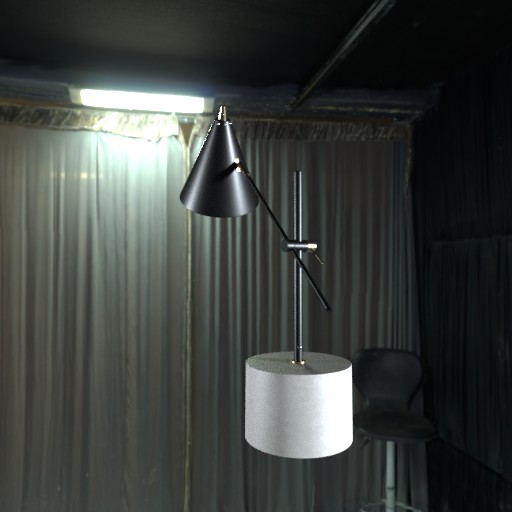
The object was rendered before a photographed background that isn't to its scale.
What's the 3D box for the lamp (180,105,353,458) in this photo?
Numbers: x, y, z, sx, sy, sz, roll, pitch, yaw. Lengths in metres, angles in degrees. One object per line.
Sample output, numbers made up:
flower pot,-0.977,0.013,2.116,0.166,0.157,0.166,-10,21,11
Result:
lamp,0.000,0.000,0.733,0.214,0.518,0.403,0,-1,-17
